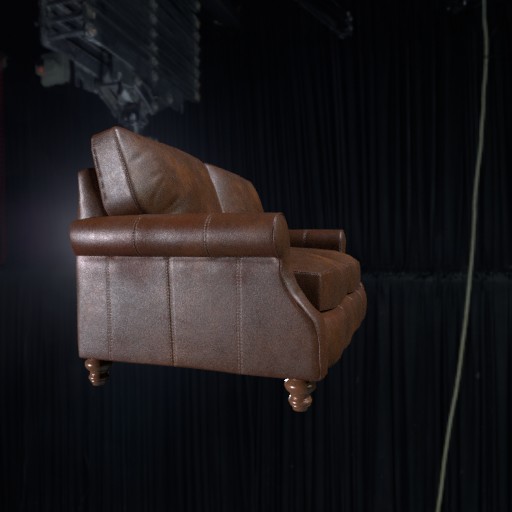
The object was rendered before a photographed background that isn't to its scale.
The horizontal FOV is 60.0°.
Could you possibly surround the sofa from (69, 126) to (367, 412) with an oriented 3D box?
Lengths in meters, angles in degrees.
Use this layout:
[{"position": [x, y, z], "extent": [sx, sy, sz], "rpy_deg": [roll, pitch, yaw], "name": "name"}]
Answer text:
[{"position": [0.000, 0.000, 2.198], "extent": [0.990, 0.976, 1.616], "rpy_deg": [0, 1, 19], "name": "sofa"}]
